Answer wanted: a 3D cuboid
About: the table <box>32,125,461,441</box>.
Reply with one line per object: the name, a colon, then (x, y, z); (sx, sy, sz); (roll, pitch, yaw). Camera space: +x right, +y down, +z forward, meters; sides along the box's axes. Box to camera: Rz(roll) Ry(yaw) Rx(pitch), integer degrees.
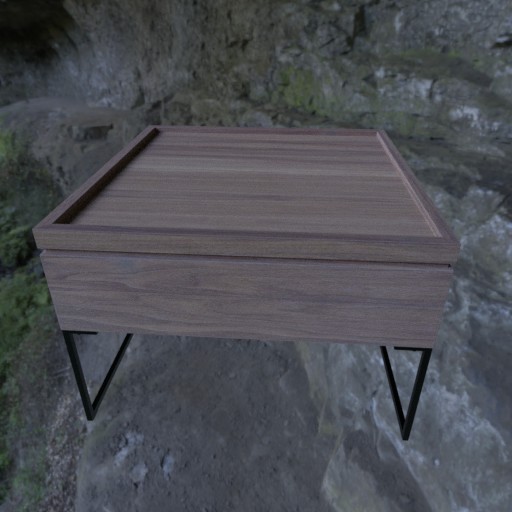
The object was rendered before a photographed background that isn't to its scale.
table: (0.000, 0.000, 1.102); (0.679, 0.464, 0.676); (2, 30, 4)
